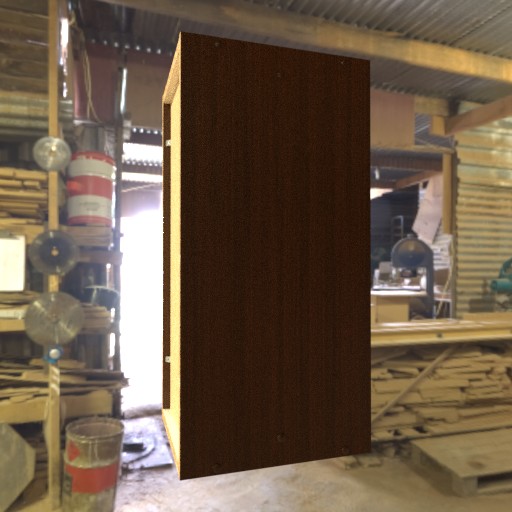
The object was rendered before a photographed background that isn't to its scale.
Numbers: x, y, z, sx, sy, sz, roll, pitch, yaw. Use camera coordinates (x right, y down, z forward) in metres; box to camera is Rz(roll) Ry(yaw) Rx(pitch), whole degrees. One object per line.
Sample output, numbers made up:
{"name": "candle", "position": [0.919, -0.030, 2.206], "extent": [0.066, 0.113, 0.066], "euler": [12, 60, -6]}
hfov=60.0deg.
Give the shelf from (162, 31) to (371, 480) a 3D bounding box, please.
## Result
{"name": "shelf", "position": [0.000, 0.000, 0.754], "extent": [0.290, 0.600, 0.253], "euler": [0, -1, -17]}
